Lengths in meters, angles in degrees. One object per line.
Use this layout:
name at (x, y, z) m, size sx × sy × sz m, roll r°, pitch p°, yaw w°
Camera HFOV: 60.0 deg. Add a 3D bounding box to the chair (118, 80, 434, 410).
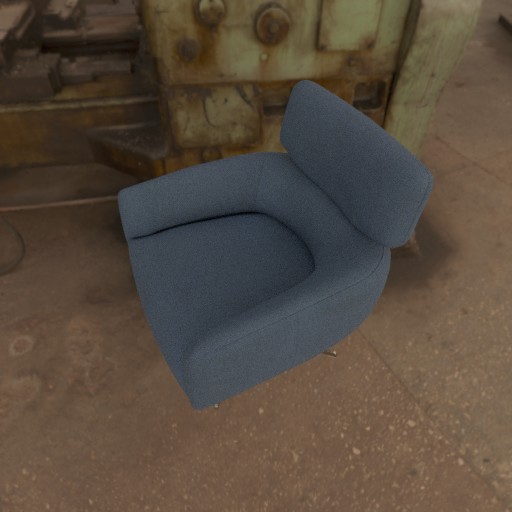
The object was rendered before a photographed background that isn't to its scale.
chair at (0.000, 0.000, 1.424) m, size 0.761 × 0.813 × 0.738 m, roll -19°, pitch 48°, yaw -18°
